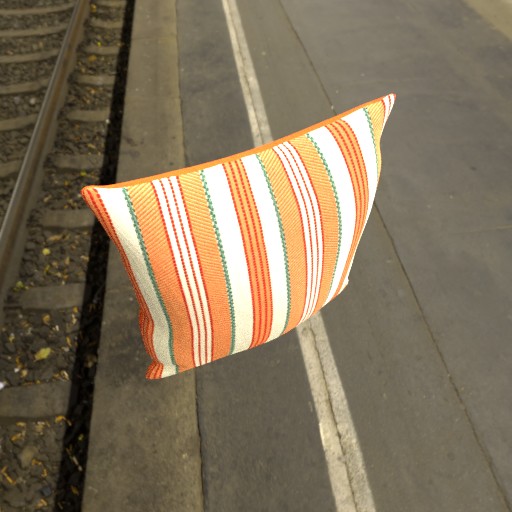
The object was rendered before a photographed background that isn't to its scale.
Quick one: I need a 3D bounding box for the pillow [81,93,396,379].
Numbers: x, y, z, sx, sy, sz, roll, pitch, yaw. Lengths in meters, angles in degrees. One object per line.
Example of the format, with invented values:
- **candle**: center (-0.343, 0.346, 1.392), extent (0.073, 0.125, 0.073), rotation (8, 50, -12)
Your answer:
- **pillow**: center (0.000, 0.000, 0.693), extent (0.440, 0.441, 0.182), rotation (-23, 53, -19)
